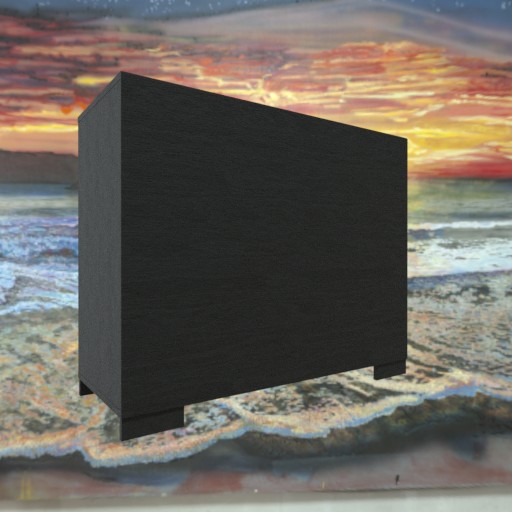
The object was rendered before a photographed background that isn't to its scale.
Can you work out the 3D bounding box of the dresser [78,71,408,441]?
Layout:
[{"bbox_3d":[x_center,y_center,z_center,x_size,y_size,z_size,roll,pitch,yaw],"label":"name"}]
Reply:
[{"bbox_3d":[0.000,0.000,1.418,0.994,0.816,0.404,0,0,-34],"label":"dresser"}]
